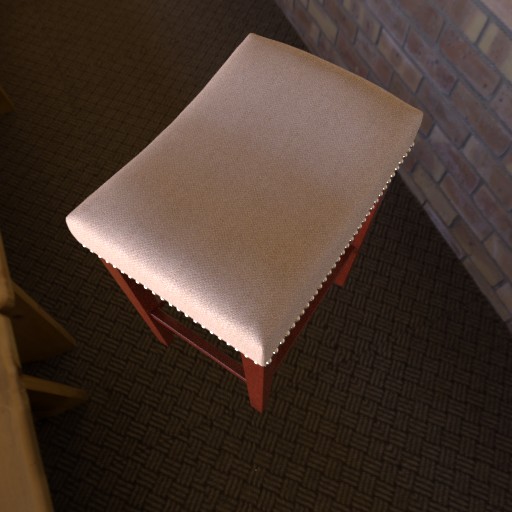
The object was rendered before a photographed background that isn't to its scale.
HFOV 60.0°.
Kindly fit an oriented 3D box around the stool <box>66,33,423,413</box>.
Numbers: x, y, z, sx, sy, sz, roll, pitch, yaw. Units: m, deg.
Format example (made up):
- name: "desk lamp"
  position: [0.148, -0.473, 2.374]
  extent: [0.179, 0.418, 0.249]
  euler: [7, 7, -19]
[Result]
- name: "stool"
  position: [0.000, 0.000, 1.010]
  extent: [0.372, 0.742, 0.504]
  euler: [31, 68, 14]
